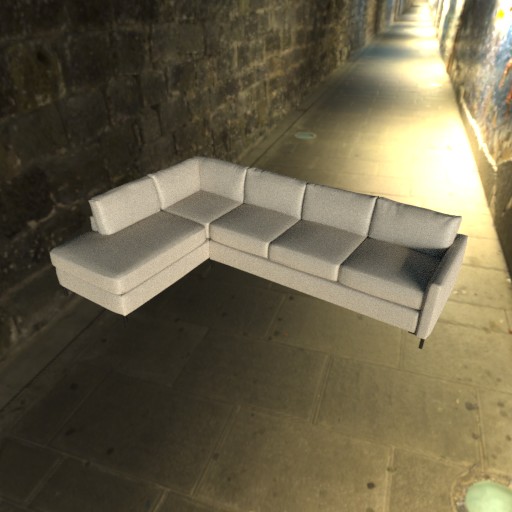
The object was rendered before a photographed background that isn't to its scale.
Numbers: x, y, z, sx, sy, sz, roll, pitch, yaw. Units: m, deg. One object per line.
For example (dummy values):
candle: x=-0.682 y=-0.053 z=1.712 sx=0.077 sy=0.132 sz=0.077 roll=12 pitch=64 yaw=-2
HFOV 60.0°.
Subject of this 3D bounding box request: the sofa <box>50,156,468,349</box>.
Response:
sofa: x=0.000 y=0.000 z=3.082 sx=2.423 sy=0.703 sz=1.617 roll=19 pitch=36 yaw=28
